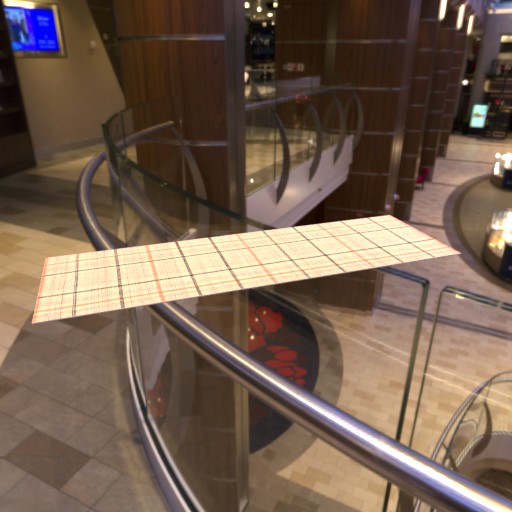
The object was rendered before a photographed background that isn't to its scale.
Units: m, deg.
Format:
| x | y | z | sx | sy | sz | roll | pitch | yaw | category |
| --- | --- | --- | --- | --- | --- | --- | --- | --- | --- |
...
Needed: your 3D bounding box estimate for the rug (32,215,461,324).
| x | y | z | sx | sy | sz | roll | pitch | yaw | category |
| --- | --- | --- | --- | --- | --- | --- | --- | --- | --- |
| 0.000 | 0.000 | 2.725 | 2.439 | 0.008 | 0.762 | -8 | 26 | -17 | rug |
